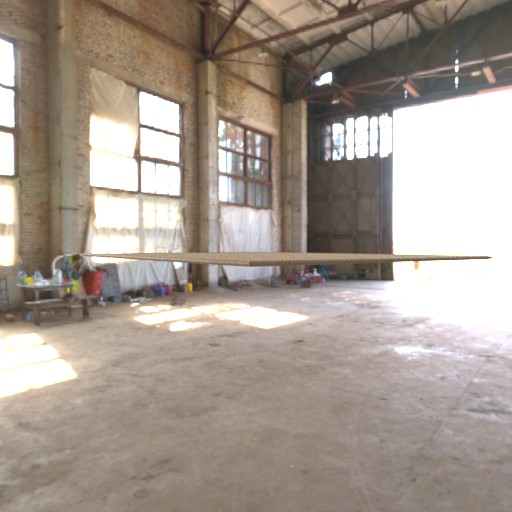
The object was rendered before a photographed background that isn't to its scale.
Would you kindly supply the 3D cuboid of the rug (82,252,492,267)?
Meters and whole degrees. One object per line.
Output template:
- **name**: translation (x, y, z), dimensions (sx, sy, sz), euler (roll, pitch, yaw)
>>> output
- **rug**: translation (0.000, 0.000, 2.692), dimensions (1.525, 0.020, 2.081), euler (-1, 1, -35)
